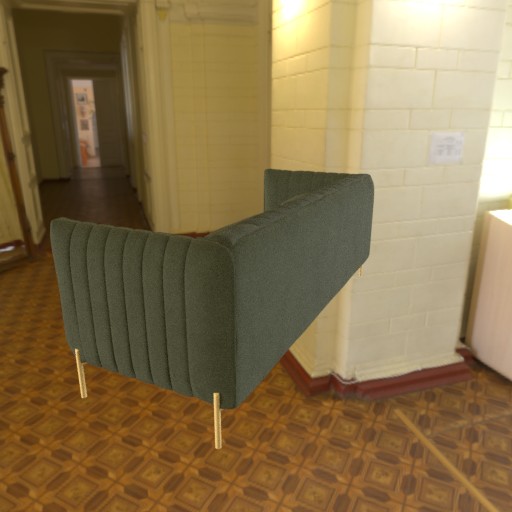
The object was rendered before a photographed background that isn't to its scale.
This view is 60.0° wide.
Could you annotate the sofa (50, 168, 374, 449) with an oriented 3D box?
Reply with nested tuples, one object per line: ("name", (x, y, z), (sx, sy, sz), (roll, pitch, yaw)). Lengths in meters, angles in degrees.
("sofa", (0.000, 0.000, 2.577), (0.896, 0.793, 2.137), (9, 19, 26))
